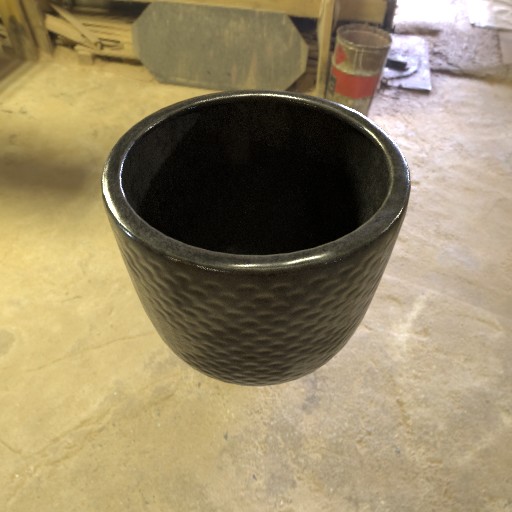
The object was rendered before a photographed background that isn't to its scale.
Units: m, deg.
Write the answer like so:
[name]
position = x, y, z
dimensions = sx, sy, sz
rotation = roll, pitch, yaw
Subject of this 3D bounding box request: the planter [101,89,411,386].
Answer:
[planter]
position = 0.000, 0.000, 0.248
dimensions = 0.140, 0.129, 0.140
rotation = 0, 46, 0
